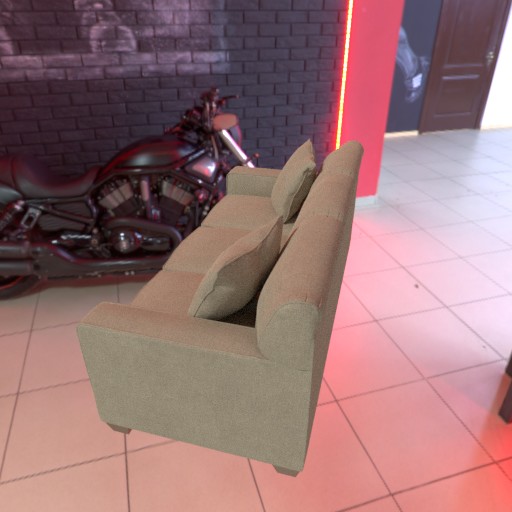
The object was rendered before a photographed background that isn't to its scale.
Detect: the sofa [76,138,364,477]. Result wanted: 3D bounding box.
[{"bbox_3d":[0.000,0.000,2.543,0.997,0.958,2.024,8,31,14],"label":"sofa"}]
